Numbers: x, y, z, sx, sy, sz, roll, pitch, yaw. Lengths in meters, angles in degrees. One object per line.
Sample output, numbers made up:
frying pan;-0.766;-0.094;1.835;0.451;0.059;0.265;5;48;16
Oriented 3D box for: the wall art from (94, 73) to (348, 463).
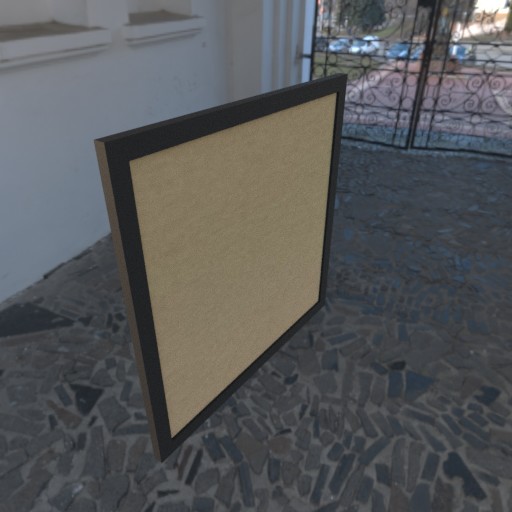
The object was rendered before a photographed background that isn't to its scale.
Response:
wall art;0.000;0.000;0.520;0.012;0.357;0.358;22;37;31
